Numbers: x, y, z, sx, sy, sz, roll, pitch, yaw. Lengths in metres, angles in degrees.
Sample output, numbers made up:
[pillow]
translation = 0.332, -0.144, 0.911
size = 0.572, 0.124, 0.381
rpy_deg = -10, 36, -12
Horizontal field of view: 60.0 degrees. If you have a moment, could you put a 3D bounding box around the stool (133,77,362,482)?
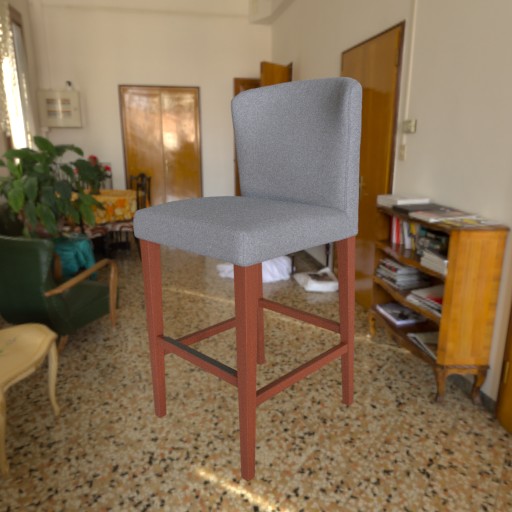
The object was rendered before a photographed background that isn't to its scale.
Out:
[stool]
translation = 0.000, 0.000, 1.367
size = 0.481, 1.069, 0.568
rpy_deg = 14, 20, 42
